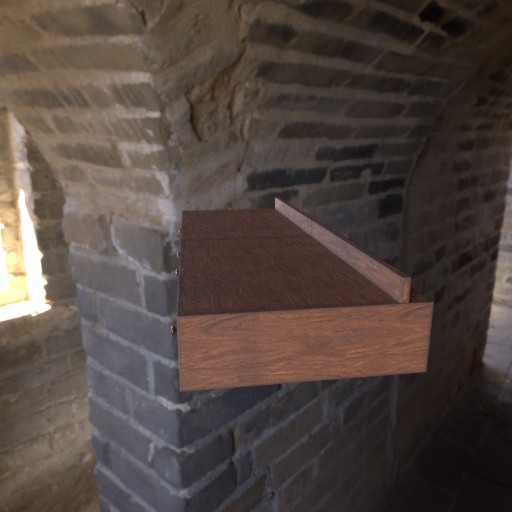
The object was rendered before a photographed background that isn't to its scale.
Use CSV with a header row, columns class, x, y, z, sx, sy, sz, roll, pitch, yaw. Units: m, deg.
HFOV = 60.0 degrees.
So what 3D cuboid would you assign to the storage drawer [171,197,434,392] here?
class,x,y,z,sx,sy,sz,roll,pitch,yaw
storage drawer,0.000,0.000,2.194,0.774,0.339,1.914,-2,15,-8
